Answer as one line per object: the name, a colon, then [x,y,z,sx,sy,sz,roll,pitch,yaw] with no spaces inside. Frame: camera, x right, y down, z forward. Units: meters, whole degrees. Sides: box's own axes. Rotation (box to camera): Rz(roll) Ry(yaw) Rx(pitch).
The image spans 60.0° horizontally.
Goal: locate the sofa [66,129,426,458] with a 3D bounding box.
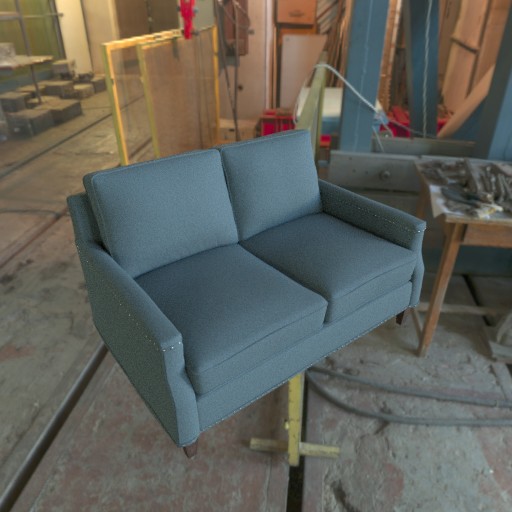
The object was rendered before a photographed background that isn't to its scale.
sofa: [0.000,0.000,2.339,1.597,1.003,1.084,-21,37,-31]
